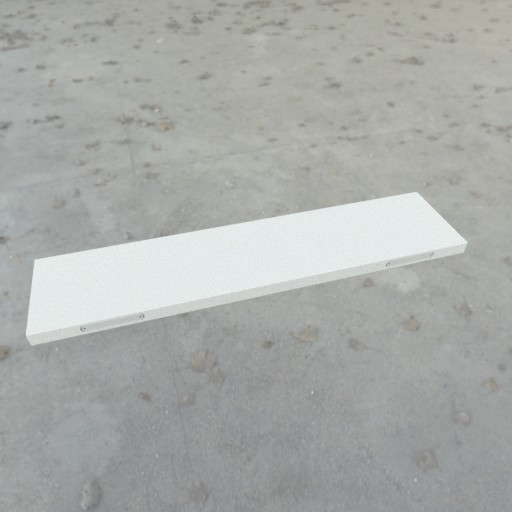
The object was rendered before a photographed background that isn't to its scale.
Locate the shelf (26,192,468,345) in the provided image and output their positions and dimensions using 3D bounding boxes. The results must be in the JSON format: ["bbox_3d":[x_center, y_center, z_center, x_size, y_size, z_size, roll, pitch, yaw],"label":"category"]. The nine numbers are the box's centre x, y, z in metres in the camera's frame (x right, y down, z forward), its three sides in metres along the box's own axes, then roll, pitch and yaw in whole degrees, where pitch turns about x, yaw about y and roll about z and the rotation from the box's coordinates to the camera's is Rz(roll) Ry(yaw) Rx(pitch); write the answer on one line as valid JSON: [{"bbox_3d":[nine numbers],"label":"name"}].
[{"bbox_3d":[0.000,0.000,0.645,0.610,0.020,0.140,-11,43,-12],"label":"shelf"}]
